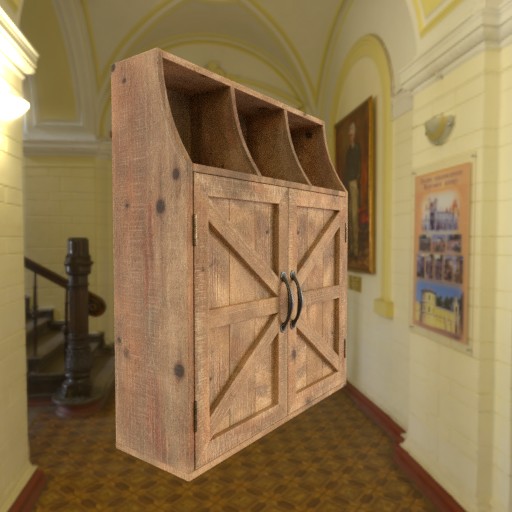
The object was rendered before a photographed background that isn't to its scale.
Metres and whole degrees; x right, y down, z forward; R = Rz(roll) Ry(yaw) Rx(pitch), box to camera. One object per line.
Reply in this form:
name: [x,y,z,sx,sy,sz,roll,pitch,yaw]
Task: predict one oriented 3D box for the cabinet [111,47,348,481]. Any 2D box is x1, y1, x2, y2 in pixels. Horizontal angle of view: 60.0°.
cabinet: [0.000,0.000,0.823,0.184,0.590,0.489,2,3,37]
